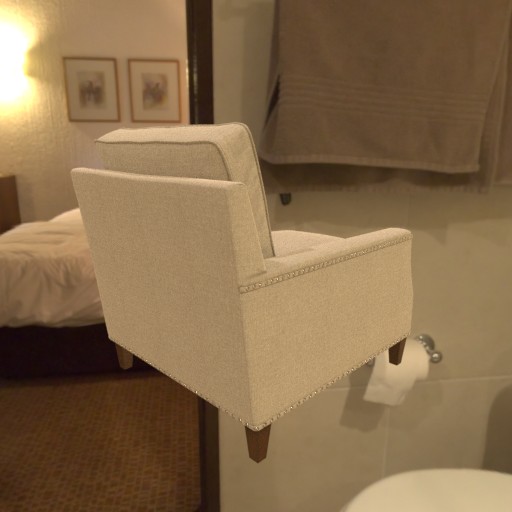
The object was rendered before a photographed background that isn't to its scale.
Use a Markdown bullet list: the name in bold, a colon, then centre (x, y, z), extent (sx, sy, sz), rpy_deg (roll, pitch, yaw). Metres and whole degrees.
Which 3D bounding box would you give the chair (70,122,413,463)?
- **chair**: centre (0.000, 0.000, 1.695), extent (1.014, 0.943, 0.853), rpy_deg (-14, 20, -43)
